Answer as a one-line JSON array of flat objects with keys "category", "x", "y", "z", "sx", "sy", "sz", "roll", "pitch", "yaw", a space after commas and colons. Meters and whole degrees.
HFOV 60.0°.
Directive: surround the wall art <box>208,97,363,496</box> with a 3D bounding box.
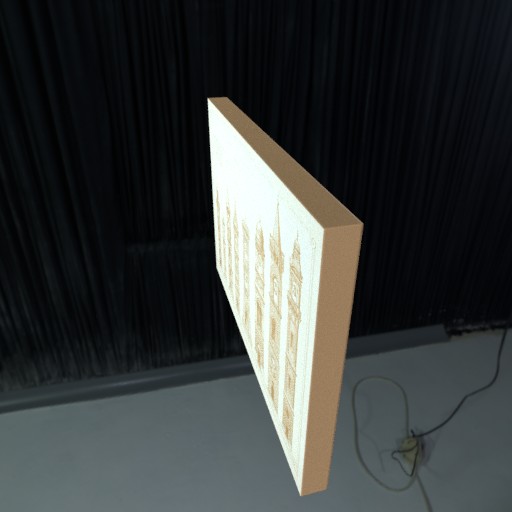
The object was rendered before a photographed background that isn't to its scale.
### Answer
[{"category": "wall art", "x": 0.000, "y": 0.000, "z": 0.758, "sx": 0.039, "sy": 0.407, "sz": 0.609, "roll": -8, "pitch": 31, "yaw": -13}]
